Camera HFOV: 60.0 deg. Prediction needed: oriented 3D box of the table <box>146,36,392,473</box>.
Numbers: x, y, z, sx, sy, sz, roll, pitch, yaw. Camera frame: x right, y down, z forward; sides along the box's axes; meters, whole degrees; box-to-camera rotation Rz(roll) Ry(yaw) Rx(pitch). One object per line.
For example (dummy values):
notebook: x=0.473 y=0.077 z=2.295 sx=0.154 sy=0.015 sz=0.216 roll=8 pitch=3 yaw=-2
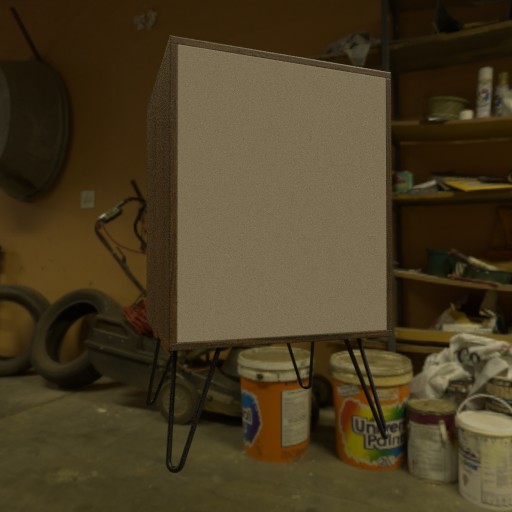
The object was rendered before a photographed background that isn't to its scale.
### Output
table: x=0.000 y=0.000 z=1.170 sx=0.526 sy=0.866 sz=0.457 roll=0 pitch=-1 yaw=-19
